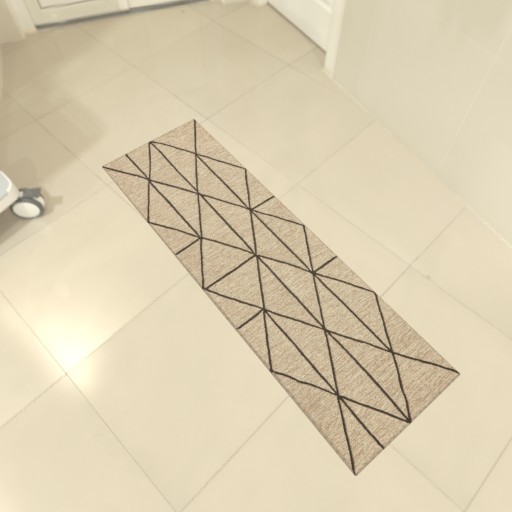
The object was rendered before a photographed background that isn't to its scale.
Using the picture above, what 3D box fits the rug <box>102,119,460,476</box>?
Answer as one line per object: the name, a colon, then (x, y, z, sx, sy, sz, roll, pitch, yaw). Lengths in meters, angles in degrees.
rug: (0.000, 0.000, 2.663, 0.762, 0.012, 2.438, -34, 64, -19)
